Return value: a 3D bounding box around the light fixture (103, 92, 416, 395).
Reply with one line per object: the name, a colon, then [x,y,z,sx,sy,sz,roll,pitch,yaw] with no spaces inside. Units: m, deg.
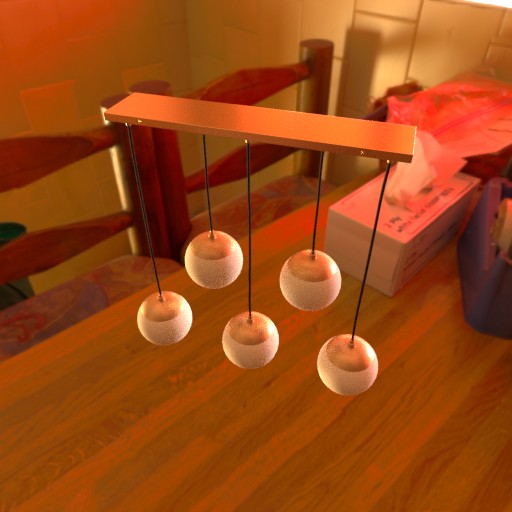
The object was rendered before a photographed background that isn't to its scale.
light fixture: [0.000,0.000,1.368,0.863,0.869,0.299,12,41,14]
